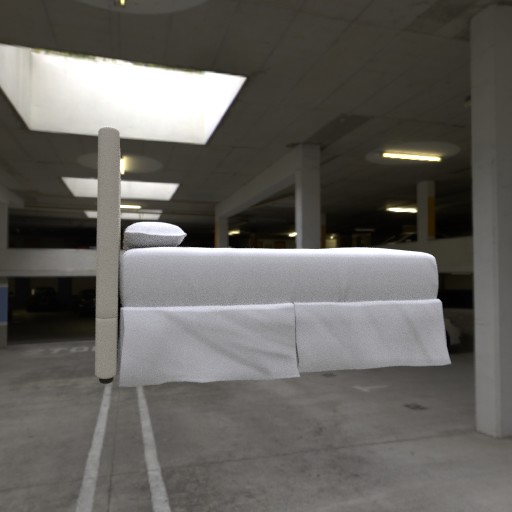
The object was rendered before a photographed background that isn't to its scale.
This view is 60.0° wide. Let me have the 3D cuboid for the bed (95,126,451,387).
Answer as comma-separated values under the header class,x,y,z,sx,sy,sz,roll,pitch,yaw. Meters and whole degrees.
class,x,y,z,sx,sy,sz,roll,pitch,yaw
bed,0.000,0.000,3.367,2.196,1.449,1.741,1,-2,-17
